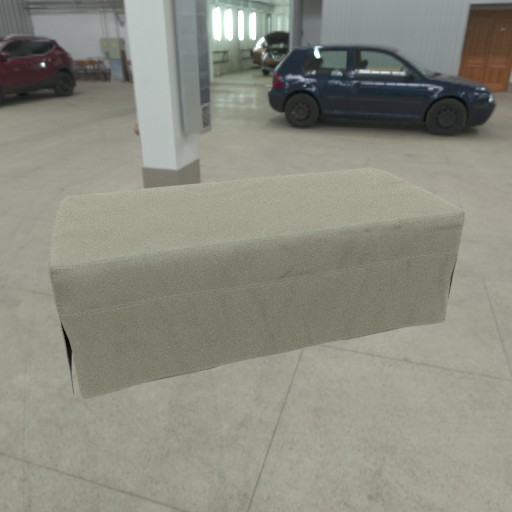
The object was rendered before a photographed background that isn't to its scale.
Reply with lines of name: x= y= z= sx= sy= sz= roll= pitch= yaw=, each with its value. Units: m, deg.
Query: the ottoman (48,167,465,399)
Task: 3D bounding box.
ottoman: x=0.000 y=0.000 z=1.687 sx=1.388 sy=0.457 sz=0.665 roll=-8 pitch=28 yaw=-16
